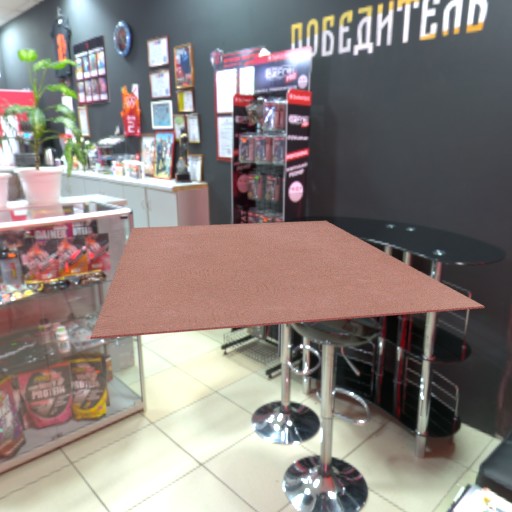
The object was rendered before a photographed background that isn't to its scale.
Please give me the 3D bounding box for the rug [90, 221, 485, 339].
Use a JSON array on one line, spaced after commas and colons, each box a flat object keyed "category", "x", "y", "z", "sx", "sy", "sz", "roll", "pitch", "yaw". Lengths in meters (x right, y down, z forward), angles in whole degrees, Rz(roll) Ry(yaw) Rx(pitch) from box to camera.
[{"category": "rug", "x": 0.000, "y": 0.000, "z": 3.476, "sx": 2.073, "sy": 0.011, "sz": 2.584, "roll": -3, "pitch": 15, "yaw": -11}]
